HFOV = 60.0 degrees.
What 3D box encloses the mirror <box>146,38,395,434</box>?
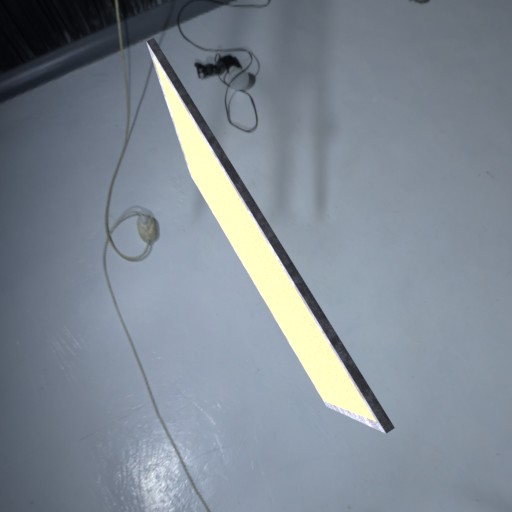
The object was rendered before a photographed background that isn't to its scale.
[{"bbox_3d":[0.000,0.000,1.414,0.022,0.795,1.101,-29,77,-7],"label":"mirror"}]
